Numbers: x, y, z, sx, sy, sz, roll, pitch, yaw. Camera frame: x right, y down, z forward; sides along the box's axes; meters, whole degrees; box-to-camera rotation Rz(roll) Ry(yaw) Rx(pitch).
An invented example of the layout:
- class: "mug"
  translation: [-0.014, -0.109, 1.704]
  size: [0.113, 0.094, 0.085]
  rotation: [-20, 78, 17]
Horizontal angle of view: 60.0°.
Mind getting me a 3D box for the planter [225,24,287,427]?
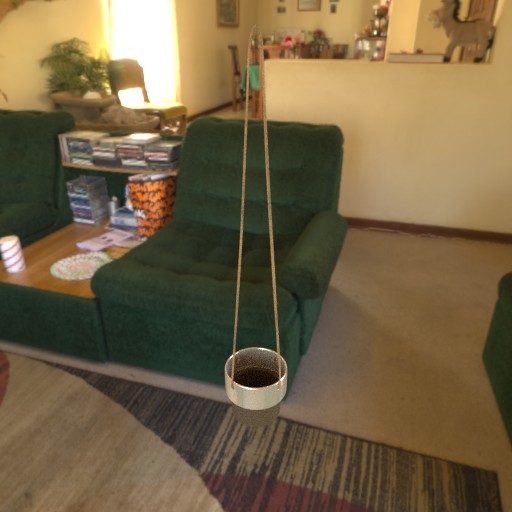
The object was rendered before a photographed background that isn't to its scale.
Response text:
- class: "planter"
  translation: [0.000, 0.000, 1.159]
  size: [0.187, 1.073, 0.187]
  rotation: [0, 26, 0]
